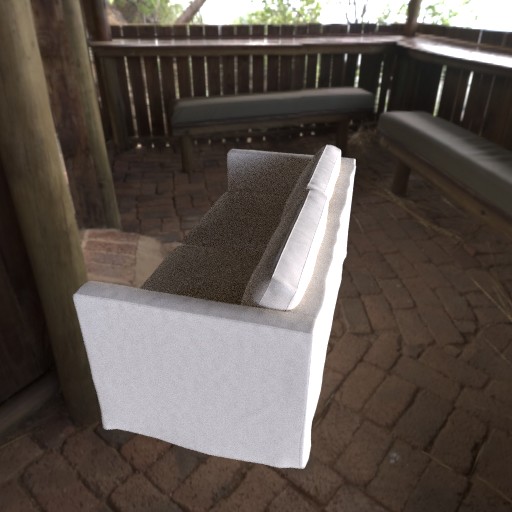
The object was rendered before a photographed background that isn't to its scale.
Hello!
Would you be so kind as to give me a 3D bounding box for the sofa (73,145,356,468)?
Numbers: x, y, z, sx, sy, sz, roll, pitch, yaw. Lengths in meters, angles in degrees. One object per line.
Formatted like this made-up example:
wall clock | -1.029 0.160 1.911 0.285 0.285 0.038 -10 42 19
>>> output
sofa | 0.000 0.000 2.514 0.940 0.870 1.987 8 31 13
